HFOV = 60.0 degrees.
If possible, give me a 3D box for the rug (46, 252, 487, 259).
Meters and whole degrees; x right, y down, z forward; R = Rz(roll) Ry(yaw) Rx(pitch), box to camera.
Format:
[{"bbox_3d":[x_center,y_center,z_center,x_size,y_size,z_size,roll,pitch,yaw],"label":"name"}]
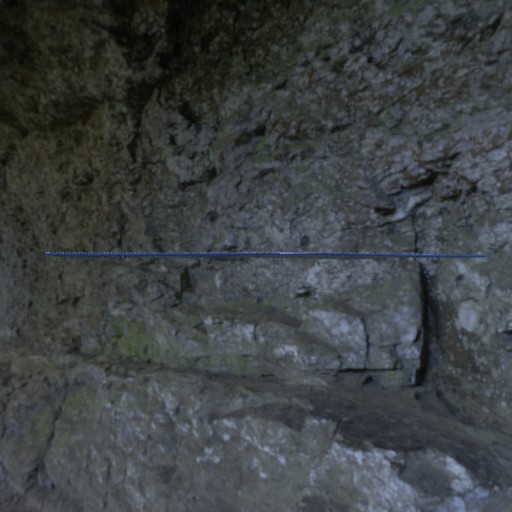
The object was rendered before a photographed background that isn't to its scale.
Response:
[{"bbox_3d":[0.000,0.000,2.262,1.793,0.025,1.159,0,-1,-17],"label":"rug"}]
